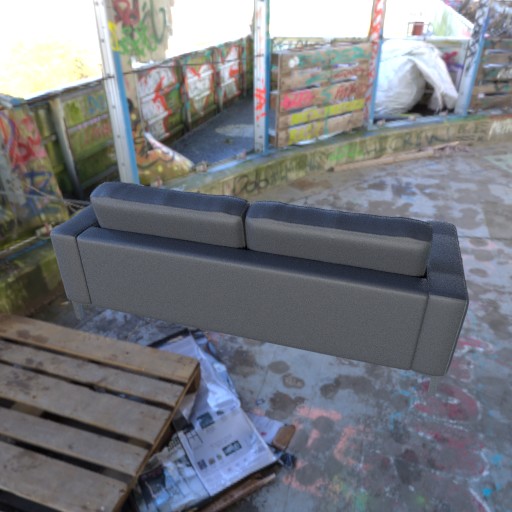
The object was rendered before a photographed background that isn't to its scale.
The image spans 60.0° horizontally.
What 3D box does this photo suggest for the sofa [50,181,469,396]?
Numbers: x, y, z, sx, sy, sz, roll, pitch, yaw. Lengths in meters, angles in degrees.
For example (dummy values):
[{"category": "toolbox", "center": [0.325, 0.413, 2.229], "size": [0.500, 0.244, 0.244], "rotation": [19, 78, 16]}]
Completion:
[{"category": "sofa", "center": [0.000, 0.000, 2.685], "size": [2.275, 0.893, 0.833], "rotation": [9, 32, 14]}]
